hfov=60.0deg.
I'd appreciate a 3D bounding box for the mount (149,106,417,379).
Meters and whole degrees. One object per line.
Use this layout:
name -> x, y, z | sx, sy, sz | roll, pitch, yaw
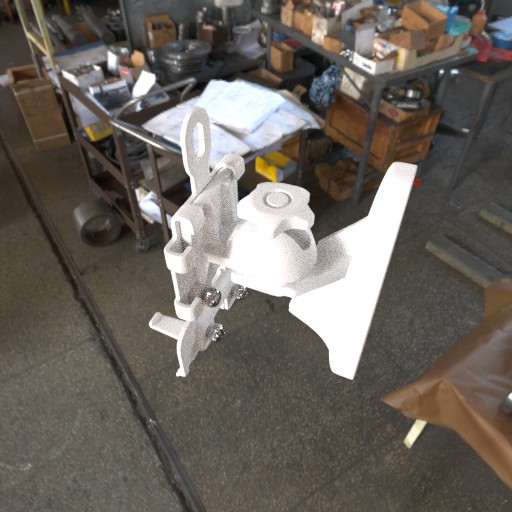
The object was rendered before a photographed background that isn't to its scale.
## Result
mount -> 0.000, 0.000, 0.179 | 0.100, 0.118, 0.066 | 17, 47, 16
